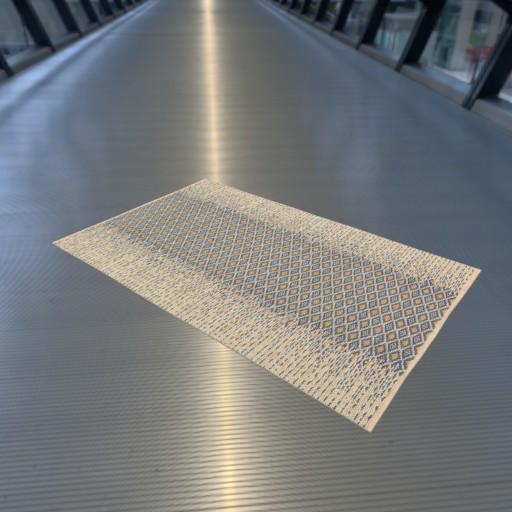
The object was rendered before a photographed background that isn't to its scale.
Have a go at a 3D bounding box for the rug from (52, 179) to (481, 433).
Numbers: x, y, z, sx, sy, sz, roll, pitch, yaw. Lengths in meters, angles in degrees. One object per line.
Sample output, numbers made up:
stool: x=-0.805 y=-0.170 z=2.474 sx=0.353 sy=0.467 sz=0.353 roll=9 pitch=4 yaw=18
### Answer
rug: x=0.000 y=0.000 z=2.967 sx=2.448 sy=0.008 sz=1.541 roll=23 pitch=39 yaw=32
